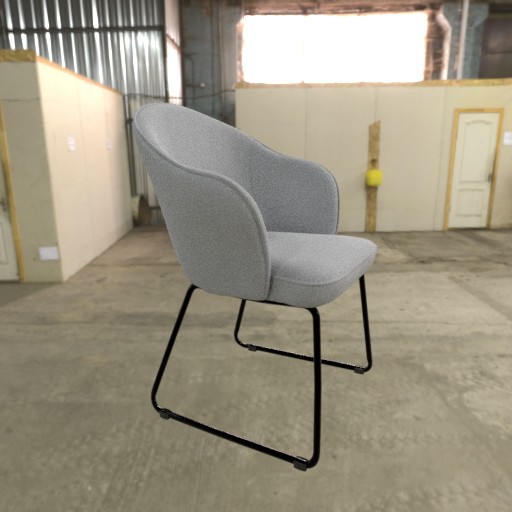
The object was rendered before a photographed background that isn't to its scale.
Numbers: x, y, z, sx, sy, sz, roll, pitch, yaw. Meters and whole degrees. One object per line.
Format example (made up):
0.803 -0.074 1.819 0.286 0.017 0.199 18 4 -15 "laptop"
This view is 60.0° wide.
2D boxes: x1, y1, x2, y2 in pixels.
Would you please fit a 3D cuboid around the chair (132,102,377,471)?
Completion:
0.000 0.000 1.217 0.592 0.817 0.570 8 17 26 "chair"
